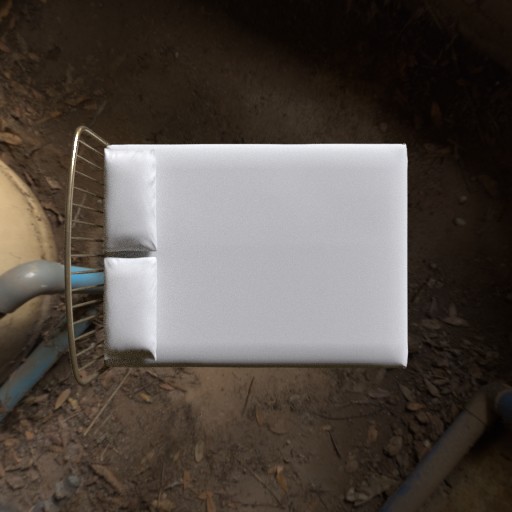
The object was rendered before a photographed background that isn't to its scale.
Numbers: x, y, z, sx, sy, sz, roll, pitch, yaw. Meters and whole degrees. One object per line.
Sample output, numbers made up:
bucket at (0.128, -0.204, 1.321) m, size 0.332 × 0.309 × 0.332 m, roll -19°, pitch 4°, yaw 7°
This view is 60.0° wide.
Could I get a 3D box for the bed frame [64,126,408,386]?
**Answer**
bed frame at (0.000, 0.000, 3.062) m, size 2.152 × 1.175 × 1.612 m, roll 0°, pitch 90°, yaw 1°
